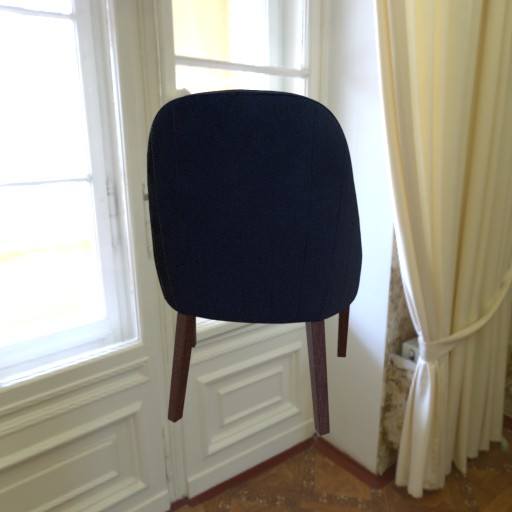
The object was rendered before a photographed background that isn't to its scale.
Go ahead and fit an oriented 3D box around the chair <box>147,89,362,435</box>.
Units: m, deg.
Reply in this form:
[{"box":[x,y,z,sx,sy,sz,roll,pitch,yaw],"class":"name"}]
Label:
[{"box":[0.000,0.000,1.320,0.643,0.889,0.575,2,16,7],"class":"chair"}]
